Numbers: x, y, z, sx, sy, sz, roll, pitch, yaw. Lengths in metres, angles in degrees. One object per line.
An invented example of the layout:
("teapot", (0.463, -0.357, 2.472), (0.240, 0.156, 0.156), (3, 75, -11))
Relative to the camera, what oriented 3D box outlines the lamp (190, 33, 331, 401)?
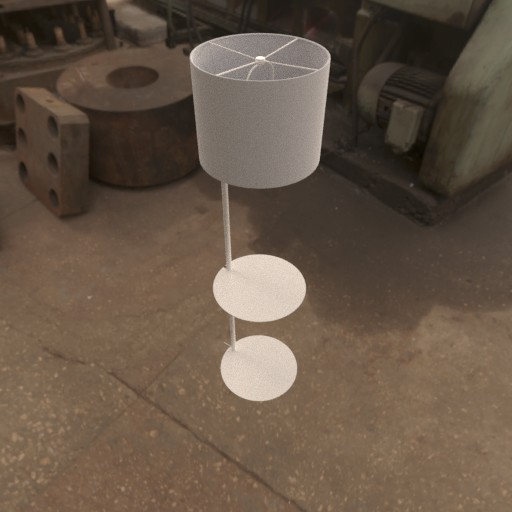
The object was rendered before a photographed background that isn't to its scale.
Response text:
("lamp", (0.000, 0.000, 1.676), (0.405, 1.465, 0.372), (27, 49, 26))
